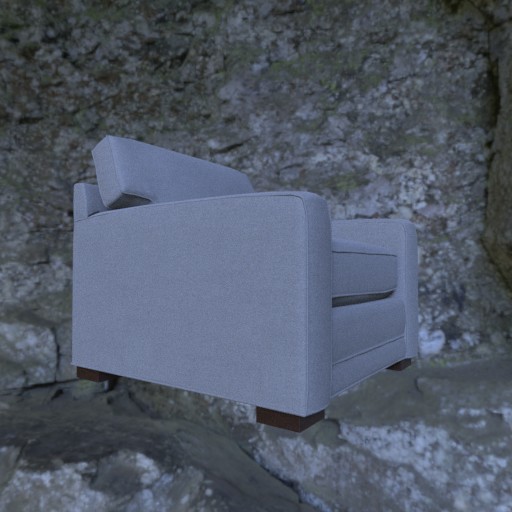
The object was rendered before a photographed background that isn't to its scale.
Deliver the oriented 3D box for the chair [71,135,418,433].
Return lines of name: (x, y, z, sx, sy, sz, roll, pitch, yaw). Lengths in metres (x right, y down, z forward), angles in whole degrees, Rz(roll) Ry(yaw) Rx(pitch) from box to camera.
chair: (0.000, 0.000, 1.806, 1.044, 0.934, 0.999, -1, -2, 35)
